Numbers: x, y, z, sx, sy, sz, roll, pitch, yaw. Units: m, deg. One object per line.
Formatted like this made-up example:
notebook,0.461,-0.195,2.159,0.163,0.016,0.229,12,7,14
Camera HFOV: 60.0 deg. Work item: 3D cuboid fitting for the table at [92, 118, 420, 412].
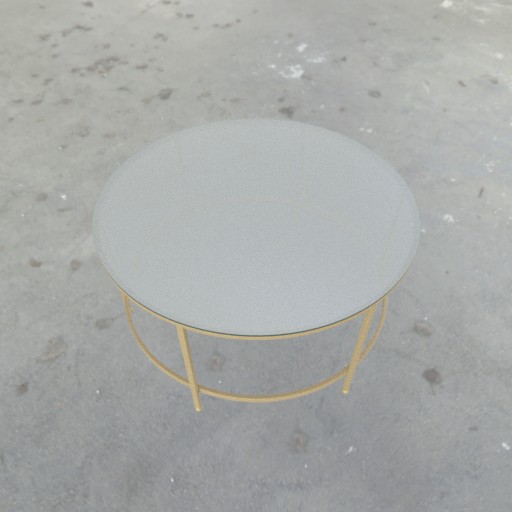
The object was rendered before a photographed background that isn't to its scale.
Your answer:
table,0.000,0.000,1.443,0.914,0.470,0.914,0,47,0
